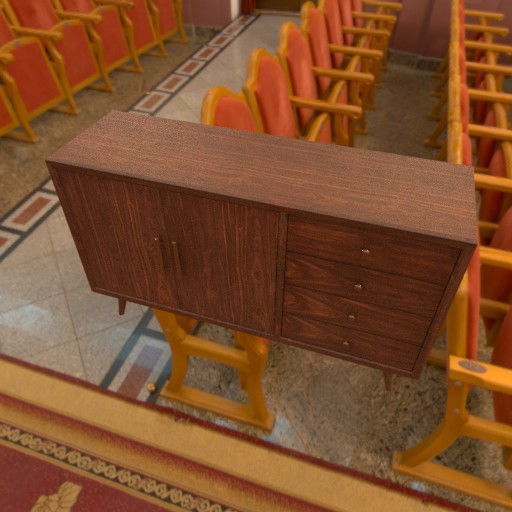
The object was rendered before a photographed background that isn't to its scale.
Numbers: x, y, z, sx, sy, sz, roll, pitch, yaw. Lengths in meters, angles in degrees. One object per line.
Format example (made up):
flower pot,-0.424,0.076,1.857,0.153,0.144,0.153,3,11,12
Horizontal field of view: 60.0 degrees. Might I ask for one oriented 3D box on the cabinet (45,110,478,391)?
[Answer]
cabinet,0.000,0.000,2.007,1.575,0.940,0.505,13,43,14
